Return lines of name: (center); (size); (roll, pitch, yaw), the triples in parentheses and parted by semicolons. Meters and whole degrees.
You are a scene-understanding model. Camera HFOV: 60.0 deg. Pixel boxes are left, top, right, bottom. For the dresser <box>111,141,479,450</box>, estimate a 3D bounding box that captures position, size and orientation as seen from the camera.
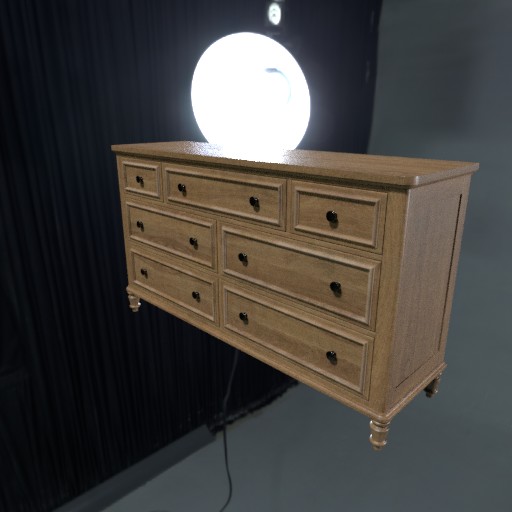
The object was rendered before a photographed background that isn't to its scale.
dresser: (0.000, 0.000, 1.952); (1.583, 0.892, 0.468); (17, 25, 42)
